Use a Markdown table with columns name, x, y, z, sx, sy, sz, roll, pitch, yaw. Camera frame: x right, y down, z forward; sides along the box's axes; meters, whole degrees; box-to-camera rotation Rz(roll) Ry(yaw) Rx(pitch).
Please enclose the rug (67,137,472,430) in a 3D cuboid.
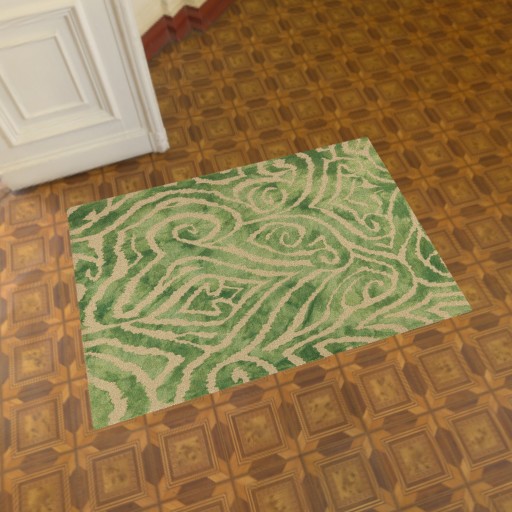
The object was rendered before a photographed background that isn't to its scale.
| name | x | y | z | sx | sy | sz | roll | pitch | yaw |
| --- | --- | --- | --- | --- | --- | --- | --- | --- | --- |
| rug | 0.000 | 0.000 | 2.313 | 1.826 | 0.006 | 1.220 | -15 | 61 | -9 |
